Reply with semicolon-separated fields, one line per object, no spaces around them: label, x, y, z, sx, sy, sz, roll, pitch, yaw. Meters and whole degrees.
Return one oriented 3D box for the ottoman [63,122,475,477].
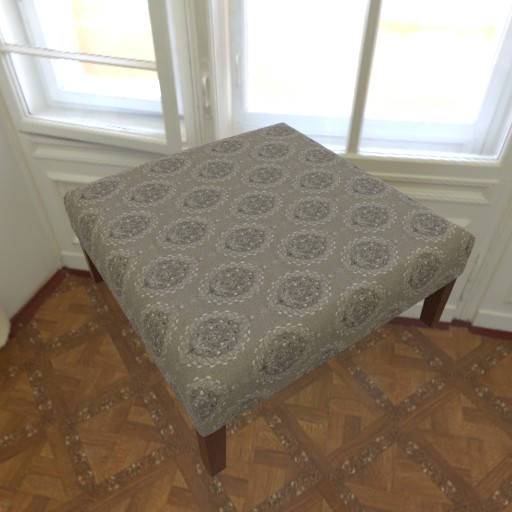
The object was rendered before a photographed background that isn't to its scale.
ottoman;0.000;0.000;1.417;0.890;0.411;0.889;-25;47;-25
